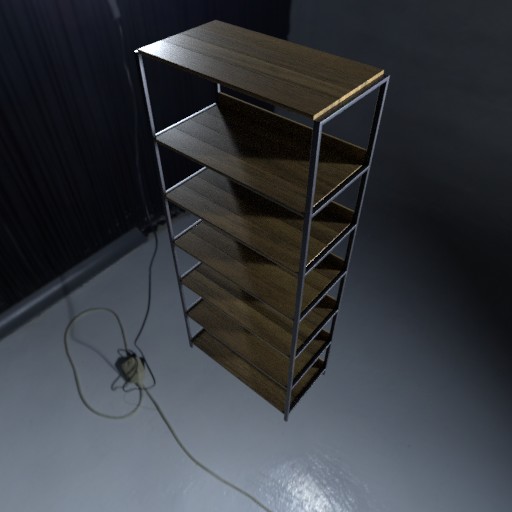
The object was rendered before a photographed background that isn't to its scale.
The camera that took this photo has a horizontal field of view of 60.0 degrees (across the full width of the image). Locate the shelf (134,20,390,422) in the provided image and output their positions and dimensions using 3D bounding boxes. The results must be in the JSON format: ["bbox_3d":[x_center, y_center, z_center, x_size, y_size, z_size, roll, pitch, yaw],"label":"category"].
[{"bbox_3d":[0.000,0.000,2.311,0.847,2.015,0.431,31,53,27],"label":"shelf"}]
